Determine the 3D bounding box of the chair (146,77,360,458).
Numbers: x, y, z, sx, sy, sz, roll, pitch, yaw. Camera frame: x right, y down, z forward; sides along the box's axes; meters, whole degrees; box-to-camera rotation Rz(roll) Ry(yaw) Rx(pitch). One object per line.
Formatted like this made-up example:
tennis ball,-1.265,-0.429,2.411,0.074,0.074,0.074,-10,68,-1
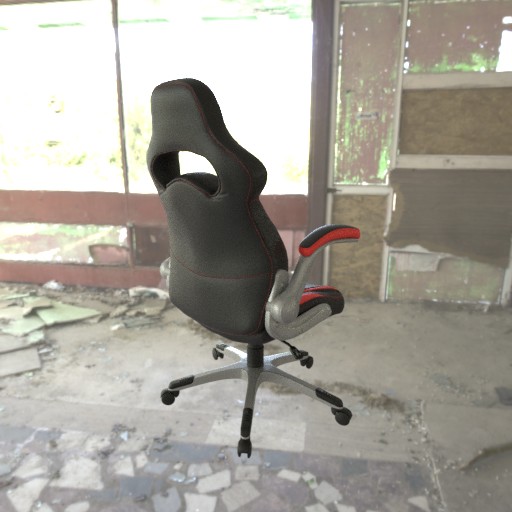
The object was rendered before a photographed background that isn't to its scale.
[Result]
chair,0.000,0.000,1.627,0.758,1.165,0.712,14,20,42
